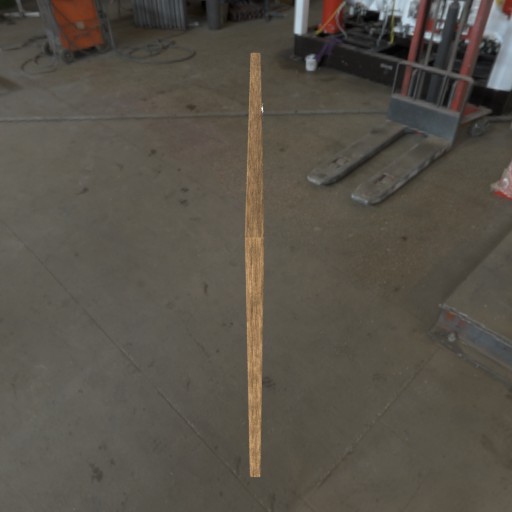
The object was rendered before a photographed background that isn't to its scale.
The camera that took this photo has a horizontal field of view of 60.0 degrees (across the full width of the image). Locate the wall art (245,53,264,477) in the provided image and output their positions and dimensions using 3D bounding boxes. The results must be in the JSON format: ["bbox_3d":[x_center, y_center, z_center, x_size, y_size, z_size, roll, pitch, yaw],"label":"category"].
[{"bbox_3d":[0.000,0.000,0.823,0.021,0.576,0.561,0,42,0],"label":"wall art"}]
